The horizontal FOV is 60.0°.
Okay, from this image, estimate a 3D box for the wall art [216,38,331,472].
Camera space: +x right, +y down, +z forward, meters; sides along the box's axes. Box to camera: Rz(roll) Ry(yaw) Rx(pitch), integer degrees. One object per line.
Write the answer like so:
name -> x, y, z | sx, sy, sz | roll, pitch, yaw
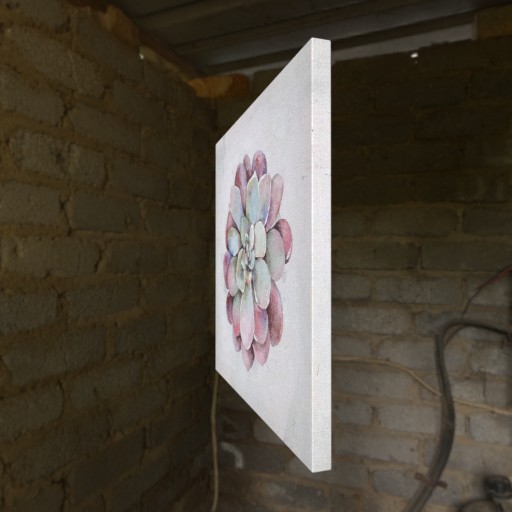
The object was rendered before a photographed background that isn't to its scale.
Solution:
wall art -> 0.000, 0.000, 1.142 | 0.041, 0.762, 0.762 | 0, 0, -18
